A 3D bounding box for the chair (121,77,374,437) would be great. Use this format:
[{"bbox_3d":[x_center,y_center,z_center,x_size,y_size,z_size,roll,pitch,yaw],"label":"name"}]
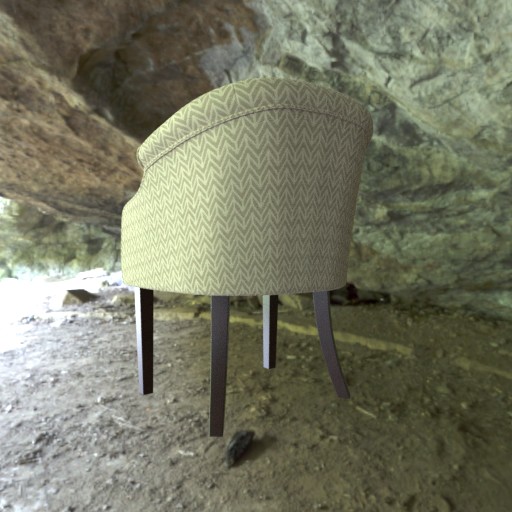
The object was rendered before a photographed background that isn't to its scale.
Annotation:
[{"bbox_3d":[0.000,0.000,1.325,0.686,0.858,0.613,-1,1,-36],"label":"chair"}]
